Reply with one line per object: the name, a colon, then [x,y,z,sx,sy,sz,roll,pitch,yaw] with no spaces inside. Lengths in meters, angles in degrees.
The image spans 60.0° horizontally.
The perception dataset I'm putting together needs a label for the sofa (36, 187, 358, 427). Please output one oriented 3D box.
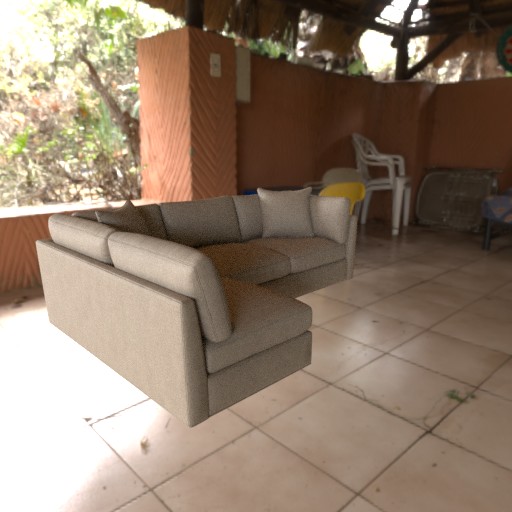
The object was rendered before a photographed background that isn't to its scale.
sofa: [0.000,0.000,3.795,2.896,0.978,1.994,-13,19,-43]
